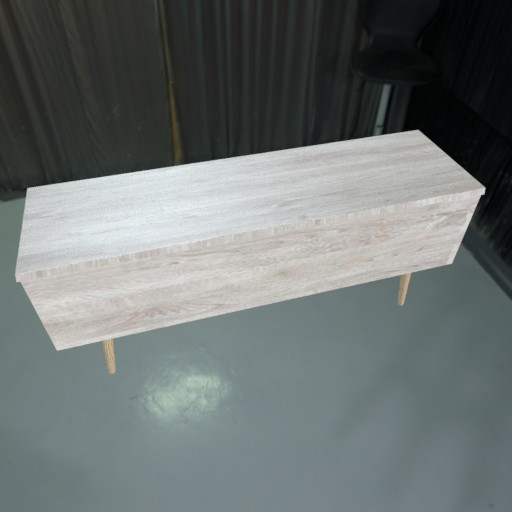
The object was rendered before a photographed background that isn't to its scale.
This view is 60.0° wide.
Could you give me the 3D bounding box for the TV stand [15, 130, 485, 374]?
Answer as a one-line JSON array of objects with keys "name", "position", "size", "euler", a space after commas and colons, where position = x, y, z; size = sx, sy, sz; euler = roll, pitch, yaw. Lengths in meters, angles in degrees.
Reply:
[{"name": "TV stand", "position": [0.000, 0.000, 1.519], "size": [1.313, 0.565, 0.401], "euler": [-11, 45, -12]}]
